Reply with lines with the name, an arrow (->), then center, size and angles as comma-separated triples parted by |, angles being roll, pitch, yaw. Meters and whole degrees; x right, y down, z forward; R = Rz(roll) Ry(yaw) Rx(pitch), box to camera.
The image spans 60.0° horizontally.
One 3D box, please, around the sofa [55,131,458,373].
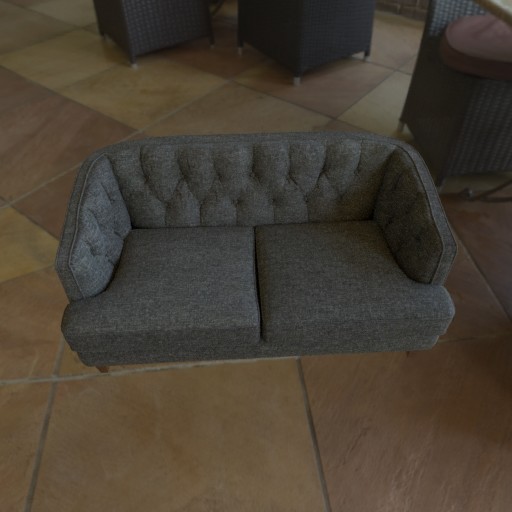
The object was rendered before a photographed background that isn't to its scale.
sofa -> 0.000, 0.000, 2.233 | 1.733, 0.855, 0.941 | -2, 46, -2
